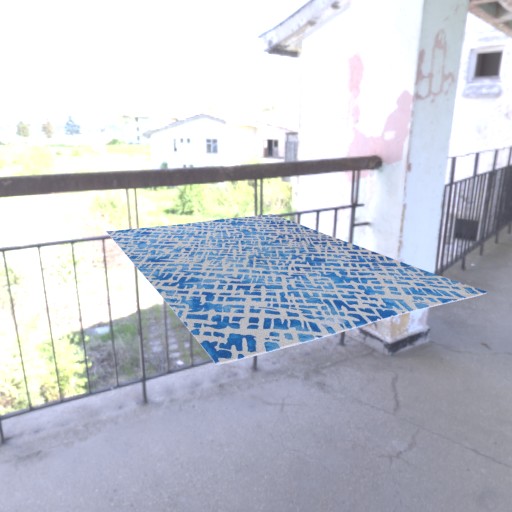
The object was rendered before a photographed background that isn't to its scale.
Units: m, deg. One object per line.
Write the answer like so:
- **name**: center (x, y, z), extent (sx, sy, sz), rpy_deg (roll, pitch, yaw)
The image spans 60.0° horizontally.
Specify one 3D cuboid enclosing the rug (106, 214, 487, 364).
- **rug**: center (0.000, 0.000, 2.324), extent (1.209, 0.011, 1.830), rpy_deg (-9, 19, -26)
